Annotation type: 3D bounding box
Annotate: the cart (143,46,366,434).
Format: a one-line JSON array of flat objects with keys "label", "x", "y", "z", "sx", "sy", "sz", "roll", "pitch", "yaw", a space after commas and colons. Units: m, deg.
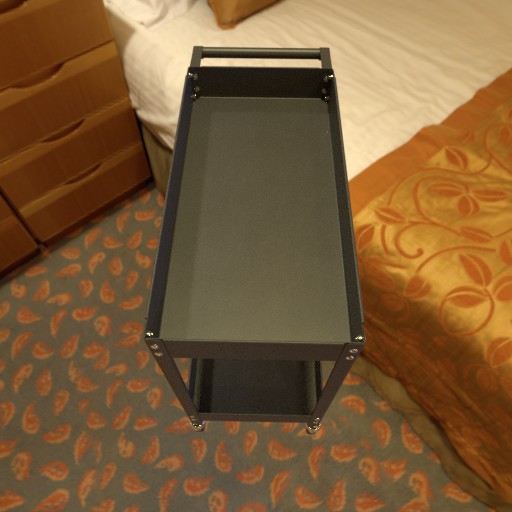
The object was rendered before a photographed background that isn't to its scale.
[{"label": "cart", "x": 0.000, "y": 0.000, "z": 1.169, "sx": 0.366, "sy": 0.719, "sz": 0.779, "roll": 1, "pitch": 58, "yaw": 1}]
